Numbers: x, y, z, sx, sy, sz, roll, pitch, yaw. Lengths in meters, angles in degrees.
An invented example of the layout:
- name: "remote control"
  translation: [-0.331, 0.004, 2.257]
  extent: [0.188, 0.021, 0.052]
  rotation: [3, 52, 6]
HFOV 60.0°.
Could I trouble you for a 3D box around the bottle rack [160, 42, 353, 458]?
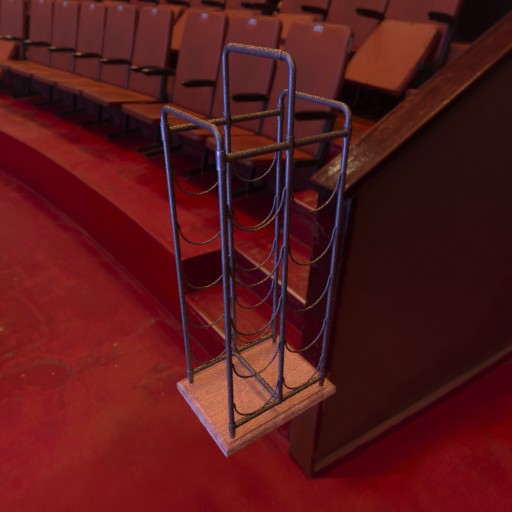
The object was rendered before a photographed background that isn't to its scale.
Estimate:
- name: "bottle rack"
  translation: [0.000, 0.000, 0.791]
  extent: [0.276, 0.680, 0.208]
  rotation: [-20, 36, -30]
